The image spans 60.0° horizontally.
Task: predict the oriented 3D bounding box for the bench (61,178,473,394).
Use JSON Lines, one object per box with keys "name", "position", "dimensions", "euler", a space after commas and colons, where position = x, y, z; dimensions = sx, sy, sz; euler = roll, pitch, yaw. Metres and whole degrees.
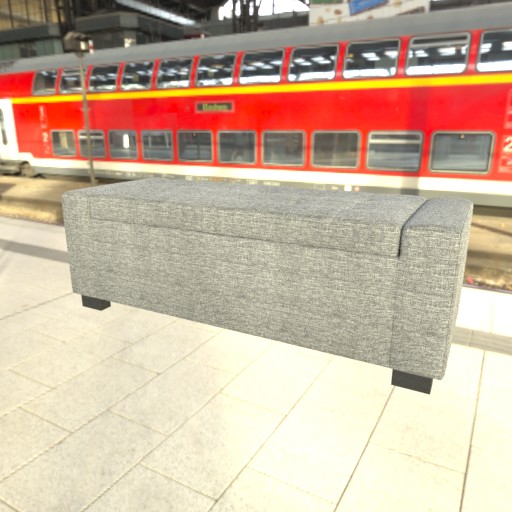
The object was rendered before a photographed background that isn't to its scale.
{"name": "bench", "position": [0.000, 0.000, 1.534], "dimensions": [1.296, 0.445, 0.508], "euler": [8, 18, 26]}
